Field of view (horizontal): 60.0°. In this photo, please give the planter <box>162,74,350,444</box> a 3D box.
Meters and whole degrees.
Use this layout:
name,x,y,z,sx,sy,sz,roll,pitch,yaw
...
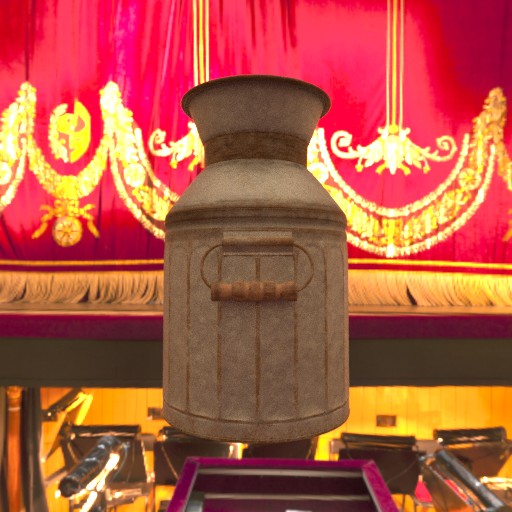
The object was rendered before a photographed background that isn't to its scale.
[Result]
name,x,y,z,sx,sy,sz,roll,pitch,yaw
planter,0.000,0.000,0.523,0.215,0.358,0.248,0,-1,-1
